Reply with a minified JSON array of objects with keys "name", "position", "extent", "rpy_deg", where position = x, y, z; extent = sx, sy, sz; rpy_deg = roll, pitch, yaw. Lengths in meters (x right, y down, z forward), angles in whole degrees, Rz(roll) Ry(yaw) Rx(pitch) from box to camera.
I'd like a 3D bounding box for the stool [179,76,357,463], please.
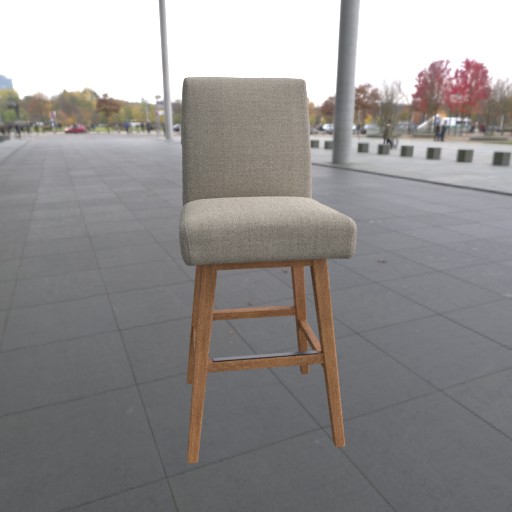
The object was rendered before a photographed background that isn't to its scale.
[{"name":"stool","position":[0.000,0.000,1.409],"extent":[0.483,1.106,0.569],"rpy_deg":[-2,17,-8]}]
